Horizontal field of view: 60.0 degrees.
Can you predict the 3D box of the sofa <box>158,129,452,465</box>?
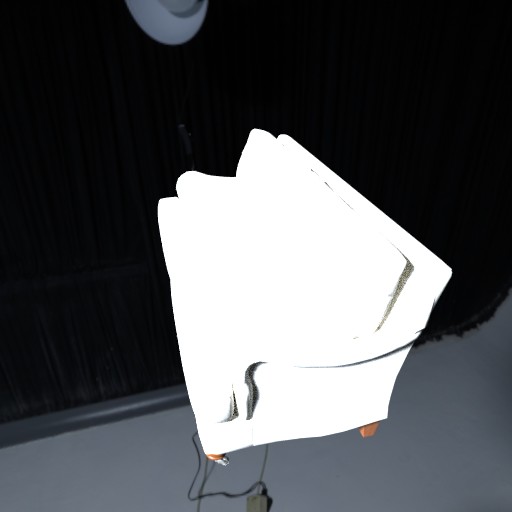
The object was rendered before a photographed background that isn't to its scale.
[{"bbox_3d":[0.000,0.000,2.733,1.086,1.087,2.159,-7,31,-13],"label":"sofa"}]
